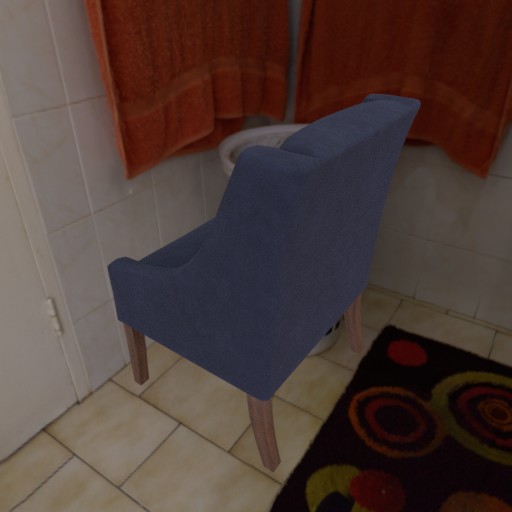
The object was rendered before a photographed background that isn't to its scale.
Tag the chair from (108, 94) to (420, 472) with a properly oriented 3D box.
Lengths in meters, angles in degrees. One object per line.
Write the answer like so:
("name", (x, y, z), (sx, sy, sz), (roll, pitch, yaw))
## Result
("chair", (0.000, 0.000, 1.321), (0.629, 0.895, 0.629), (21, 37, 30))
